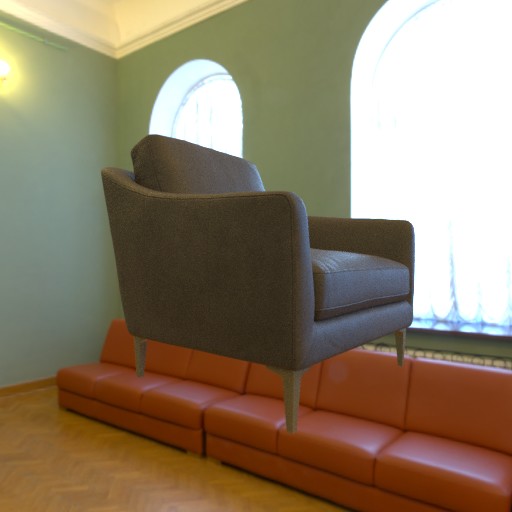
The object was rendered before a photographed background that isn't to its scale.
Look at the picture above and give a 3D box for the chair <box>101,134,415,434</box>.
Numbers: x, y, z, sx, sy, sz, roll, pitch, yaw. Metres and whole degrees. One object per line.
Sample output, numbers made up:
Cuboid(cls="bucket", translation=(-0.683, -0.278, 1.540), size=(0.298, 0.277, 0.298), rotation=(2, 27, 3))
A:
Cuboid(cls="chair", translation=(0.000, 0.000, 1.712), size=(0.961, 0.901, 0.988), rotation=(0, -1, 36))
